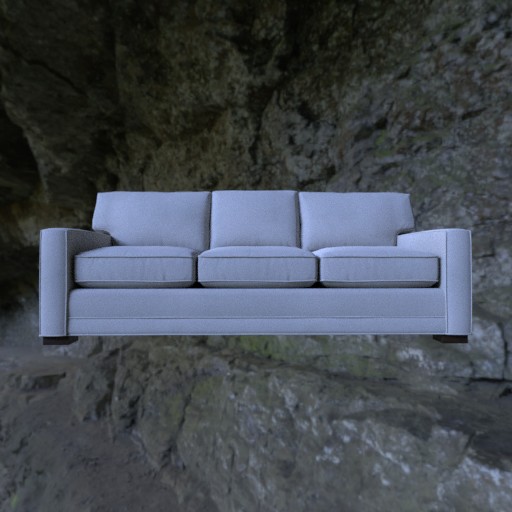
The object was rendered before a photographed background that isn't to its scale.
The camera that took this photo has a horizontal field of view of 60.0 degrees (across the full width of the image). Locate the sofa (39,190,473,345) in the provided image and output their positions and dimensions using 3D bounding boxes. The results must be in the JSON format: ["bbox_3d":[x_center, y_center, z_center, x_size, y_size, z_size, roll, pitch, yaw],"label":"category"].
[{"bbox_3d":[0.000,0.000,2.583,2.088,0.862,0.935,0,-1,-1],"label":"sofa"}]
